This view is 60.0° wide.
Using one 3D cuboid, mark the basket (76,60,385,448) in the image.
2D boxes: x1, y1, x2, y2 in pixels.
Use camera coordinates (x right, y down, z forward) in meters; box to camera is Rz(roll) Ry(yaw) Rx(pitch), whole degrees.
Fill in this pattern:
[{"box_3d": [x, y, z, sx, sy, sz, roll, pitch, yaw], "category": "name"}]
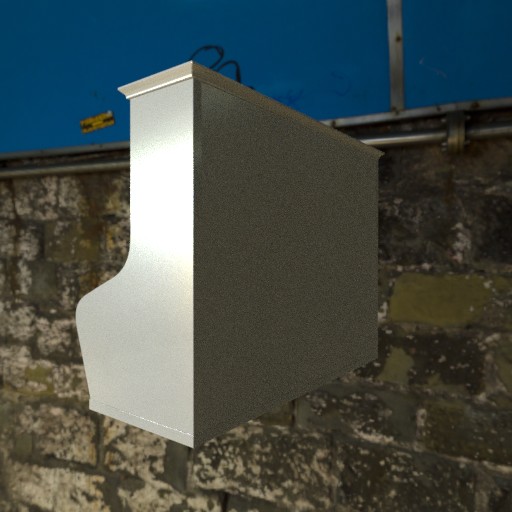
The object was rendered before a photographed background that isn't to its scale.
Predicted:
[{"box_3d": [0.000, 0.000, 1.092, 0.350, 0.600, 0.780, 0, 0, 37], "category": "basket"}]
